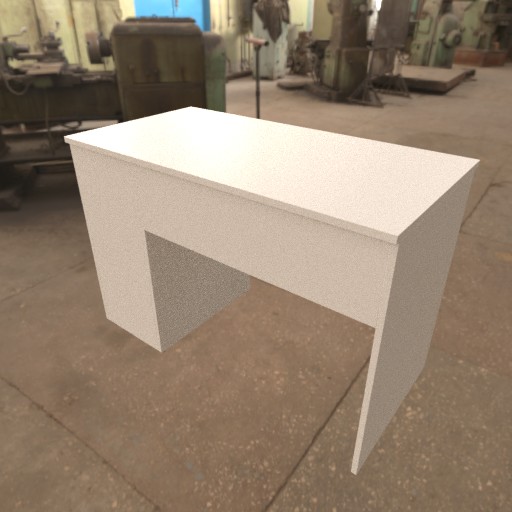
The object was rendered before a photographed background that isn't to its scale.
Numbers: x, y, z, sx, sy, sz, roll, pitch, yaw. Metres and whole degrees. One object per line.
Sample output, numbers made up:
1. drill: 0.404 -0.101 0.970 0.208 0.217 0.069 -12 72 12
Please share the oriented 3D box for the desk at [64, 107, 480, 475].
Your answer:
1. desk: 0.000 0.000 1.479 1.097 0.735 0.560 21 36 32
